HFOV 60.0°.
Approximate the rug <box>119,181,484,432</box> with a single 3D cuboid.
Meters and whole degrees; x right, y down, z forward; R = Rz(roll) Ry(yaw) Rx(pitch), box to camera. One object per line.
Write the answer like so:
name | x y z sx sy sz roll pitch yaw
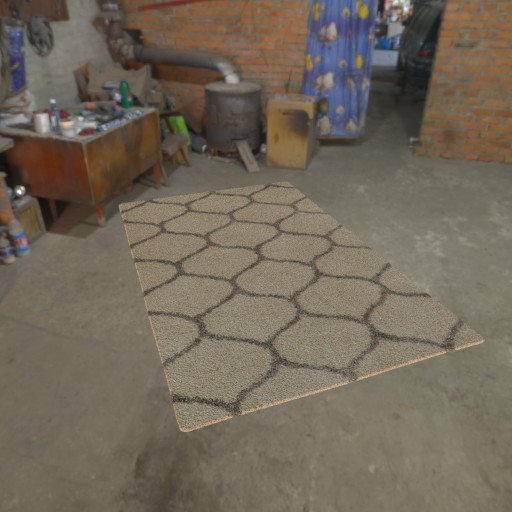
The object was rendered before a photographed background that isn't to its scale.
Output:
rug | 0.000 0.000 2.874 1.501 0.024 2.348 -11 31 -18
